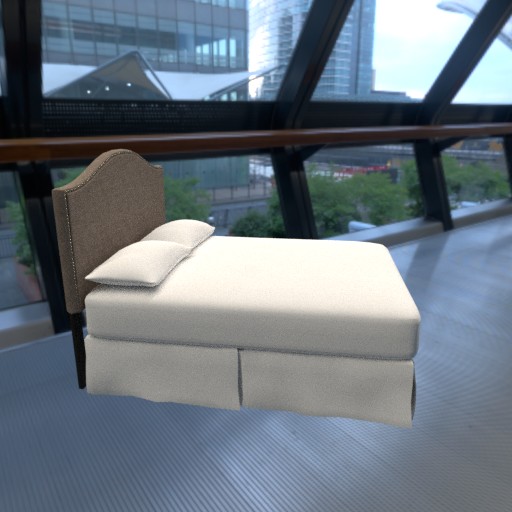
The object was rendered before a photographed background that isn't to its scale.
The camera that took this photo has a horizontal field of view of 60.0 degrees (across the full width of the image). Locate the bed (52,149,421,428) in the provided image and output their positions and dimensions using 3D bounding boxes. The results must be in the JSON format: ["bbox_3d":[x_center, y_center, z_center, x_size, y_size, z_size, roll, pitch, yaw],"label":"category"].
[{"bbox_3d":[0.000,0.000,3.277,2.153,1.518,1.713,2,16,8],"label":"bed"}]
